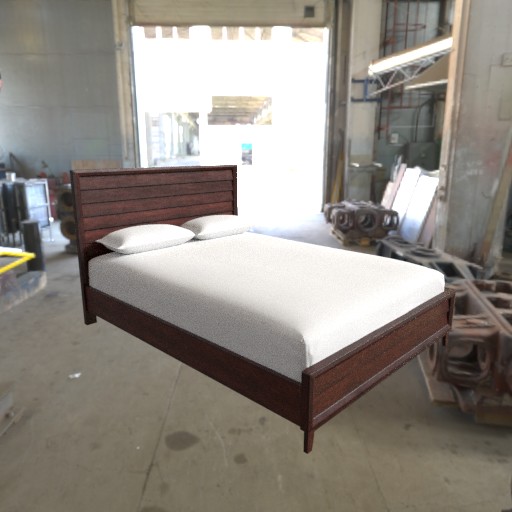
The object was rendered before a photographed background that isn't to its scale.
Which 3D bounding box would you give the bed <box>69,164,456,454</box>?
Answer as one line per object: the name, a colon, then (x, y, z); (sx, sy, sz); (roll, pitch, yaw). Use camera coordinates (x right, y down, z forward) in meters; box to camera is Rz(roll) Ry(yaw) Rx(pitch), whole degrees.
bed: (0.000, 0.000, 3.971); (2.803, 1.492, 2.040); (13, 19, 43)
